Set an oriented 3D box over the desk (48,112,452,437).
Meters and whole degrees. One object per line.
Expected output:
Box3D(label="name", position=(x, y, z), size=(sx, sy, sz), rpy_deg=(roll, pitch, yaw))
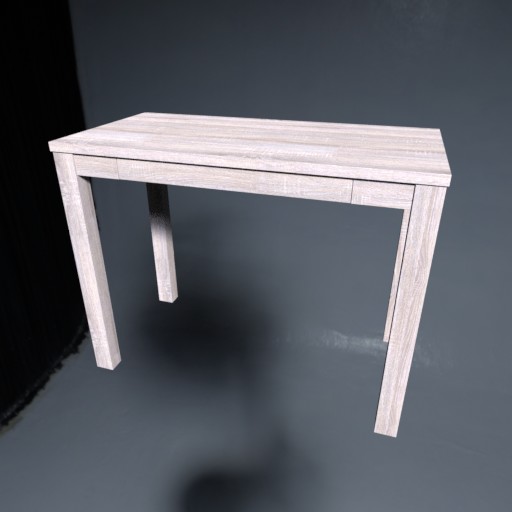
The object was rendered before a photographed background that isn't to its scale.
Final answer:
Box3D(label="desk", position=(0.000, 0.000, 1.417), size=(0.991, 0.762, 0.495), rpy_deg=(8, 28, 16))
